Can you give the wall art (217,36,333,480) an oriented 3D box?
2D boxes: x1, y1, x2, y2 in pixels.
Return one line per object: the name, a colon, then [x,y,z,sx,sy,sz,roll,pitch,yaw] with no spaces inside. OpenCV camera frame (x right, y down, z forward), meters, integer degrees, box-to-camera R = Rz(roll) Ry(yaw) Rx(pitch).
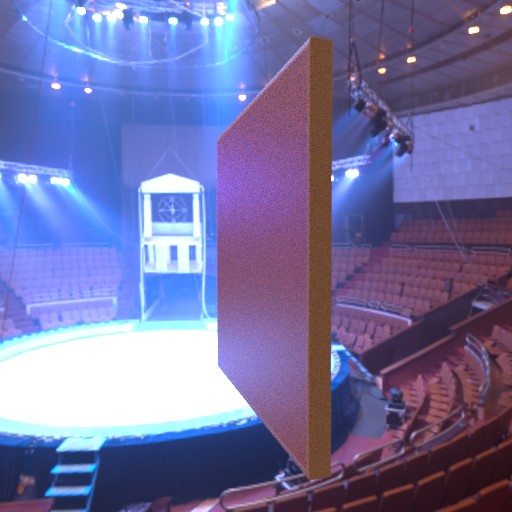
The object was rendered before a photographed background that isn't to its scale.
wall art: [0.000,0.000,1.135,0.041,0.765,0.768,0,1,-17]
